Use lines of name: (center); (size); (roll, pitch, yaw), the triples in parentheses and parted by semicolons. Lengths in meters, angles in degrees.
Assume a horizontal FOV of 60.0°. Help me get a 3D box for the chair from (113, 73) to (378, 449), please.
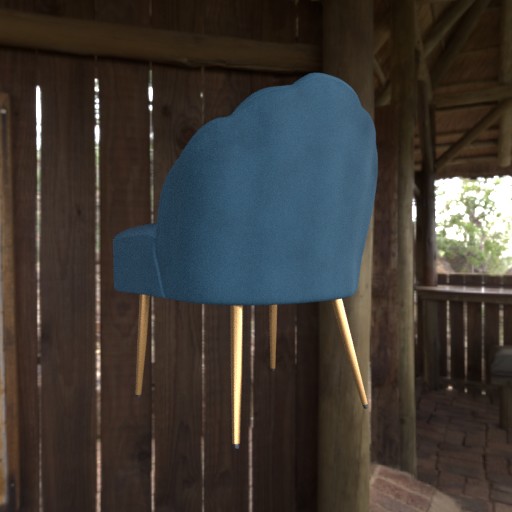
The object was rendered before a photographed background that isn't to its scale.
chair: (0.000, 0.000, 1.236); (0.657, 0.819, 0.599); (0, 0, -36)
